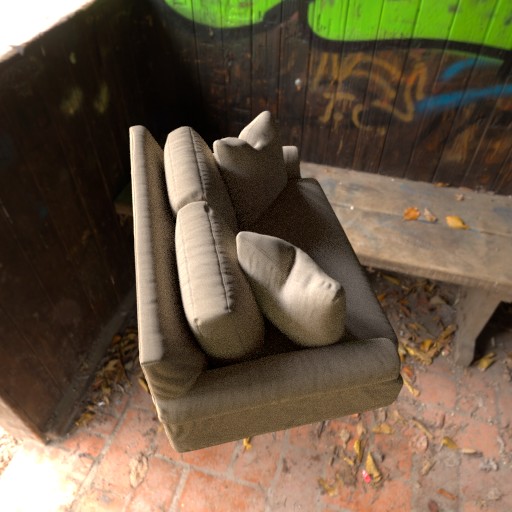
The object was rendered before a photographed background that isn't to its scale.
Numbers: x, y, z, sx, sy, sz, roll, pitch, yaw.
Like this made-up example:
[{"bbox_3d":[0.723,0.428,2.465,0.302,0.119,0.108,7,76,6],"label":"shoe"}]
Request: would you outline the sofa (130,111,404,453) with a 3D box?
[{"bbox_3d":[0.000,0.000,2.186,1.070,0.905,1.550,-9,48,-8],"label":"sofa"}]
